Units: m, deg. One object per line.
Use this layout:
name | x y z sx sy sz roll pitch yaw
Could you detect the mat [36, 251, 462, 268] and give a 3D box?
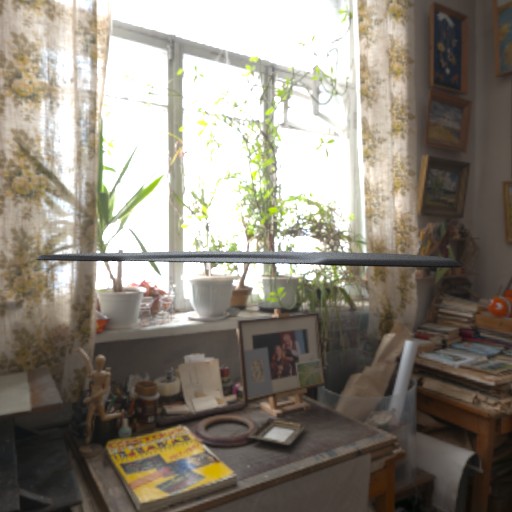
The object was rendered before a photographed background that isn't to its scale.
mat | 0.000 0.000 1.897 1.525 0.022 0.917 1 2 19
